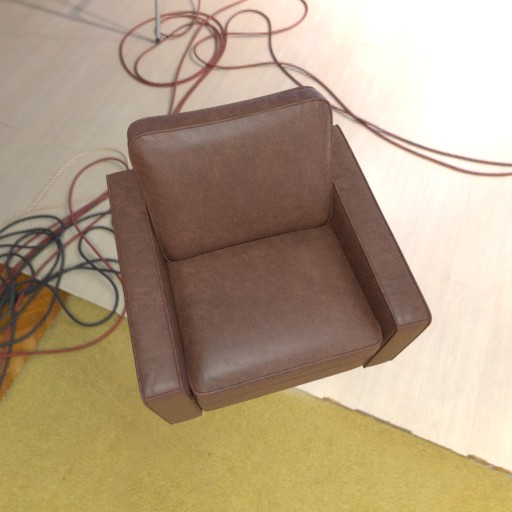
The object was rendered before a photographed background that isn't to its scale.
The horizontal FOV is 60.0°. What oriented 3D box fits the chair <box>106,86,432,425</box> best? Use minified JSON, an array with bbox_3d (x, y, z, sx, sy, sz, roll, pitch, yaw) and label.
[{"bbox_3d":[0.000,0.000,1.718,1.017,0.919,0.940,-14,64,-7],"label":"chair"}]
